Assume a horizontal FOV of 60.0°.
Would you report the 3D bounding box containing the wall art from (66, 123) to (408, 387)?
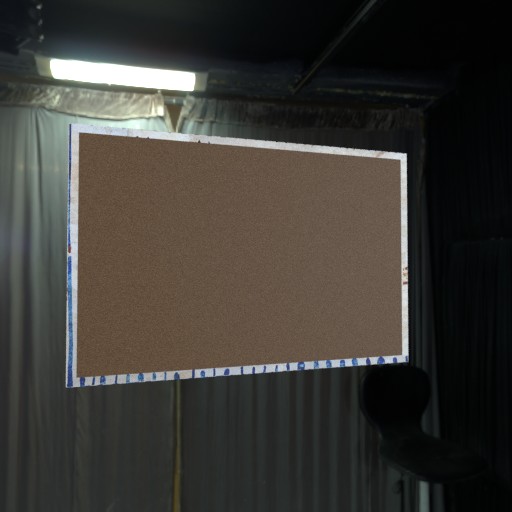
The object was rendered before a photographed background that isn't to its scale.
[{"bbox_3d":[0.000,0.000,1.171,0.919,0.609,0.030,0,-2,-17],"label":"wall art"}]
